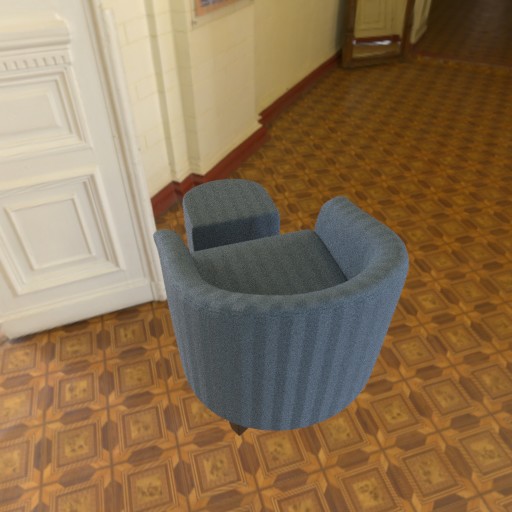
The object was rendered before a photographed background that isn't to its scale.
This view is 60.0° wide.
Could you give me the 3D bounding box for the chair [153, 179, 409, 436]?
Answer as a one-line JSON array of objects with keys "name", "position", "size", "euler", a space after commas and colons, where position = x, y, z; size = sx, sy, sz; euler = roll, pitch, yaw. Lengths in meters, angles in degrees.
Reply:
[{"name": "chair", "position": [0.000, 0.000, 1.765], "size": [0.756, 0.757, 1.288], "euler": [-12, 42, -13]}]
